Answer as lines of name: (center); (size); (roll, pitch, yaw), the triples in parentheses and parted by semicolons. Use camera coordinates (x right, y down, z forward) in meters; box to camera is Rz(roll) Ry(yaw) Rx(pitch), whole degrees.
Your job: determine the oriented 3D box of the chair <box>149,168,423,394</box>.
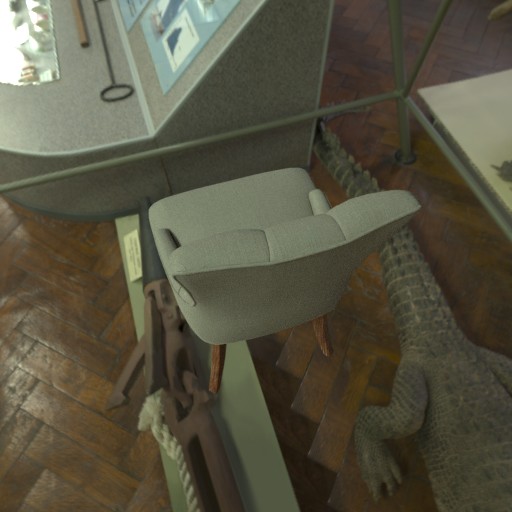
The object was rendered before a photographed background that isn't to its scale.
chair: (0.000, 0.000, 1.206); (0.509, 0.874, 0.565); (-15, 58, -10)
